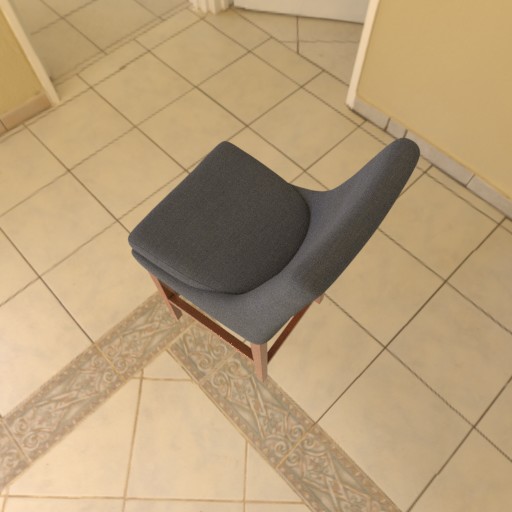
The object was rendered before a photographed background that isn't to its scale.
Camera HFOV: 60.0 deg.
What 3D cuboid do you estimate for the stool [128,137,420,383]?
[{"bbox_3d":[0.000,0.000,1.323,0.577,0.981,0.470,33,68,16],"label":"stool"}]
